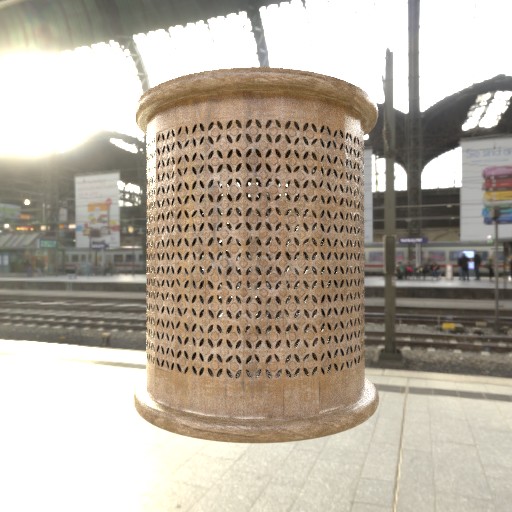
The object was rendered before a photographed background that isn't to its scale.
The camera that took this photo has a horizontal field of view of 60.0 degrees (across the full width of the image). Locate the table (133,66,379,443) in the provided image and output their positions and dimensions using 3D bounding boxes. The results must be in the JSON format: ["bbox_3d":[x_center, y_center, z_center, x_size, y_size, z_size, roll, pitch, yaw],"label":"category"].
[{"bbox_3d":[0.000,0.000,0.763,0.407,0.482,0.407,0,-1,0],"label":"table"}]
